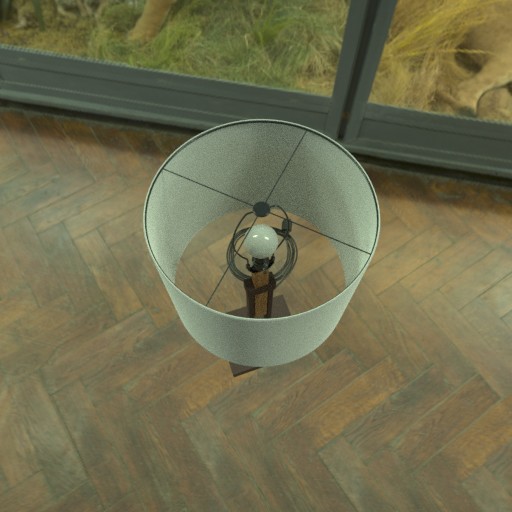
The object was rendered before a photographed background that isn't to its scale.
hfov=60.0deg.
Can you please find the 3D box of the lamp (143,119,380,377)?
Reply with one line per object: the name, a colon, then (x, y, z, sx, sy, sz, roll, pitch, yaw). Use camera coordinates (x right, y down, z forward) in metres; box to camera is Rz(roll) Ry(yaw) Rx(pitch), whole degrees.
lamp: (0.000, 0.000, 1.004, 0.396, 0.668, 0.525, -17, 64, -9)
